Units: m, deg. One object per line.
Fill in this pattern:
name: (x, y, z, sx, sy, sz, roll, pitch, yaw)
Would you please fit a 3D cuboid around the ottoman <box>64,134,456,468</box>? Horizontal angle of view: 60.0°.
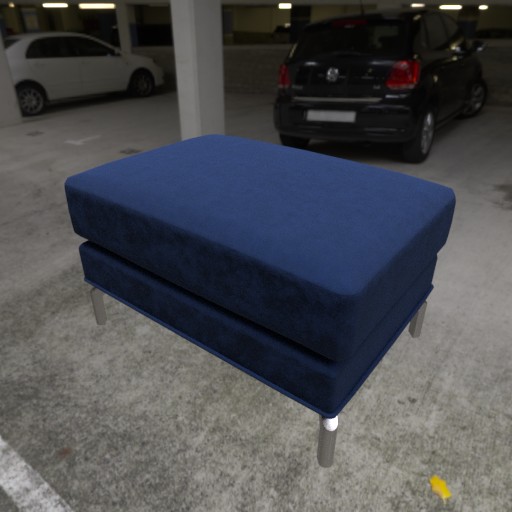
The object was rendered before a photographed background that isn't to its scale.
ottoman: (0.000, 0.000, 1.212, 0.835, 0.498, 0.587, 21, 36, 32)
